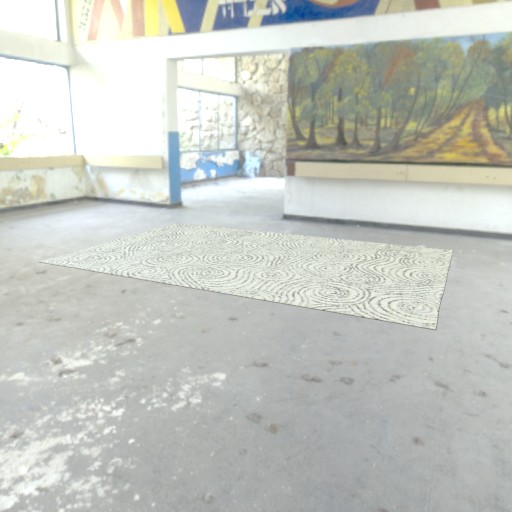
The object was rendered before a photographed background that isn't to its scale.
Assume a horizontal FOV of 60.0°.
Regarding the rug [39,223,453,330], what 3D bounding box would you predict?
[{"bbox_3d":[0.000,0.000,3.058,2.439,0.005,1.524,7,17,25],"label":"rug"}]
